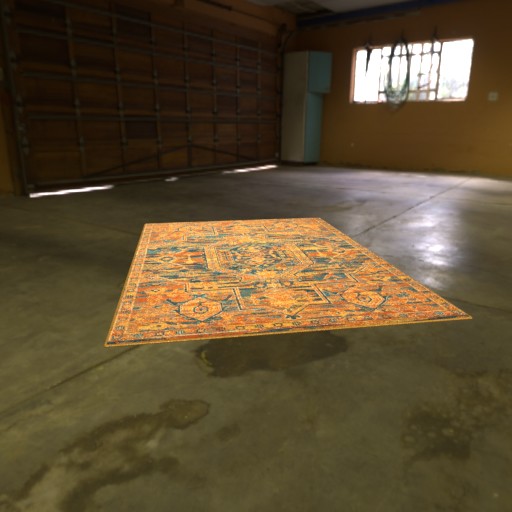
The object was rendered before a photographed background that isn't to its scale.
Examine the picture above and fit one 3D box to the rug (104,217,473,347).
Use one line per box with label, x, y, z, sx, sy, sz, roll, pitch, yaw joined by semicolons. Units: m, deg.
rug;0.000;0.000;3.764;2.043;0.019;2.916;-3;17;-9
